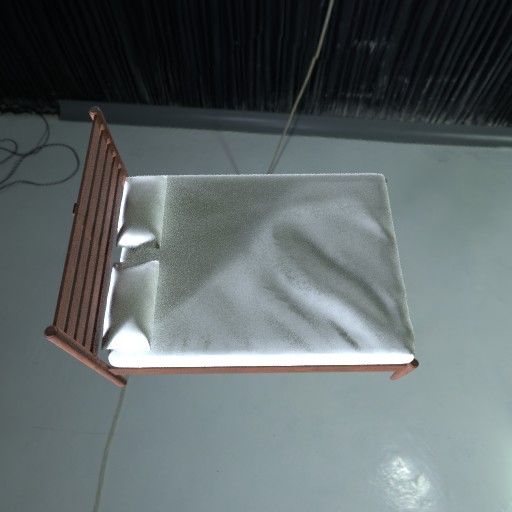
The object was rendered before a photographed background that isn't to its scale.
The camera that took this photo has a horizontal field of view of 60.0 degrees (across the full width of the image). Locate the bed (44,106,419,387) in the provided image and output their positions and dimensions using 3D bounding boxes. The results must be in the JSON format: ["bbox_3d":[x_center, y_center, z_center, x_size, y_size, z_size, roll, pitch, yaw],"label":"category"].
[{"bbox_3d":[0.000,0.000,3.065,2.093,1.304,1.509,-1,64,0],"label":"bed"}]
